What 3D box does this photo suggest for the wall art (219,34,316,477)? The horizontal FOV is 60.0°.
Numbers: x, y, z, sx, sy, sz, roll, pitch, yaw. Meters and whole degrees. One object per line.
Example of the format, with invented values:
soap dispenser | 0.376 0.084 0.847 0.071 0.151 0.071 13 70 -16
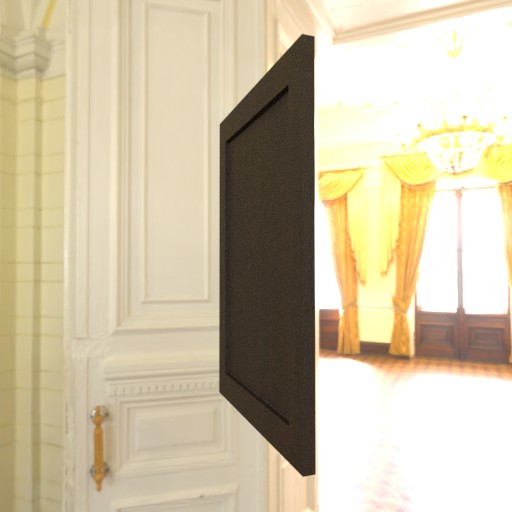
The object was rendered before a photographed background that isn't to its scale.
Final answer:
wall art | 0.000 0.000 0.684 0.017 0.513 0.359 0 -1 -20
